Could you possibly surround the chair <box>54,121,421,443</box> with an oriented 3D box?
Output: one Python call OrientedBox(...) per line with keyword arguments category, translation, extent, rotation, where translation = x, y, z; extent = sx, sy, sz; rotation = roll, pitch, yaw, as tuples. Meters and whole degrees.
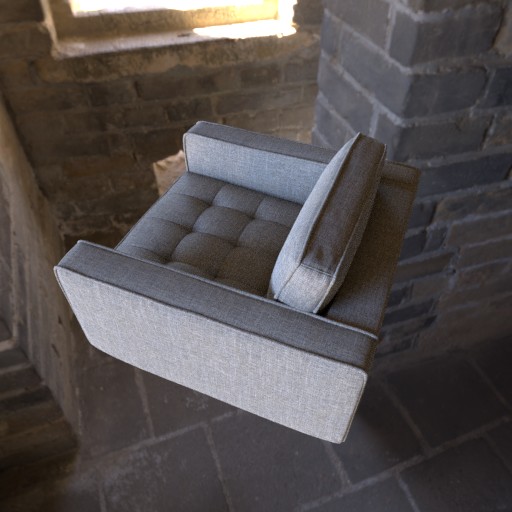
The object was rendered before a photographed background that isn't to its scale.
OrientedBox(category="chair", translation=(0.000, 0.000, 1.536), extent=(0.914, 0.765, 0.889), rotation=(17, 48, 15))
